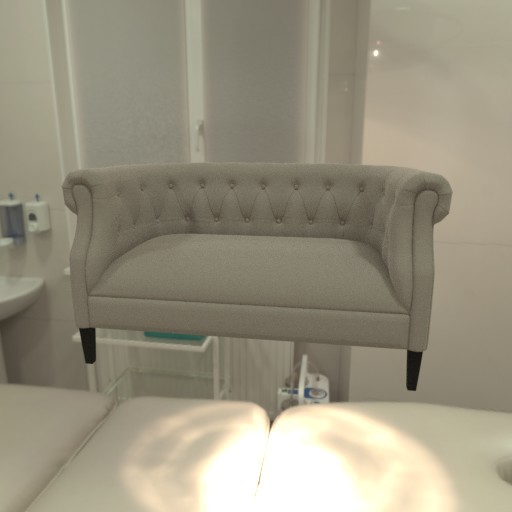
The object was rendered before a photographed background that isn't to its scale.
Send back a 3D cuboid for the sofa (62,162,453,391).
[{"bbox_3d":[0.000,0.000,2.075,1.558,0.827,0.835,2,15,9],"label":"sofa"}]
